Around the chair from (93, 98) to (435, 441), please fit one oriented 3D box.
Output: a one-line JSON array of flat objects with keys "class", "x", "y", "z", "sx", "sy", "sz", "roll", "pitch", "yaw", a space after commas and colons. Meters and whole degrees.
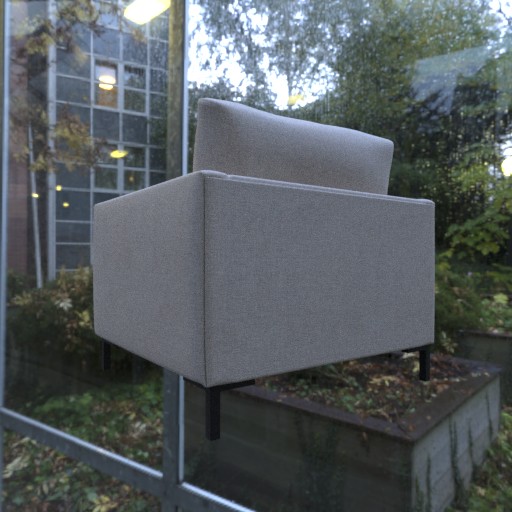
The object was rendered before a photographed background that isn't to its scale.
[{"class": "chair", "x": 0.000, "y": 0.000, "z": 1.616, "sx": 0.963, "sy": 0.861, "sz": 0.866, "roll": 0, "pitch": 0, "yaw": -36}]
